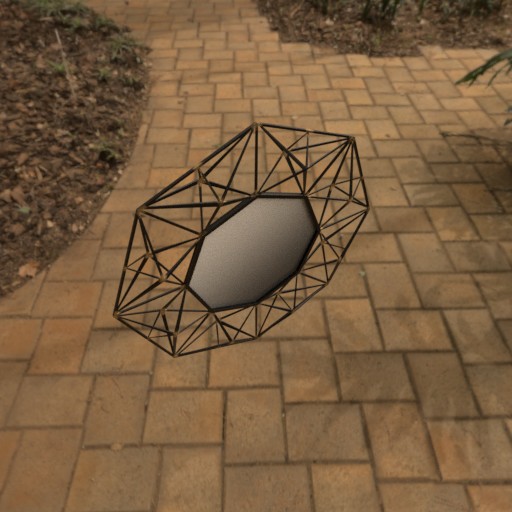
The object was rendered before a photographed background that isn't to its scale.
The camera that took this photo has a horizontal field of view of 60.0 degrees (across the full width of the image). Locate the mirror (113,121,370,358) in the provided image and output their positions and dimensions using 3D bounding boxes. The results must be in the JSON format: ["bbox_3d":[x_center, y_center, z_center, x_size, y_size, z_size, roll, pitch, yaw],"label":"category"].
[{"bbox_3d":[0.000,0.000,1.074,0.710,0.710,0.094,-23,50,-21],"label":"mirror"}]
